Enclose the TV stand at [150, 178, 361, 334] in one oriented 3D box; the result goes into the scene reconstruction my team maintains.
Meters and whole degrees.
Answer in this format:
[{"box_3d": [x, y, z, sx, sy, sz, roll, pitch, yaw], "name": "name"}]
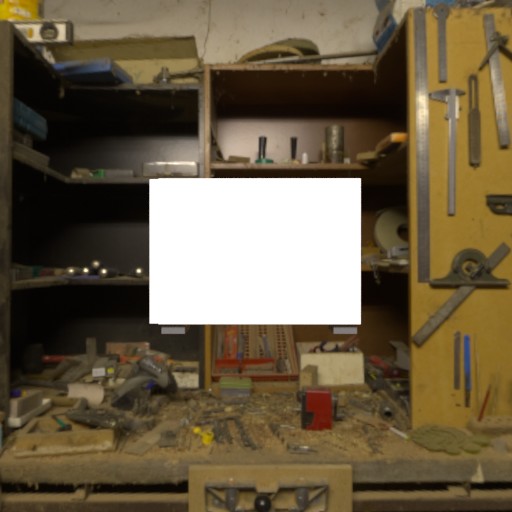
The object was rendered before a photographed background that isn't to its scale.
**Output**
[{"box_3d": [0.000, 0.000, 1.580, 0.420, 0.310, 1.400, 0, 0, 0], "name": "TV stand"}]
